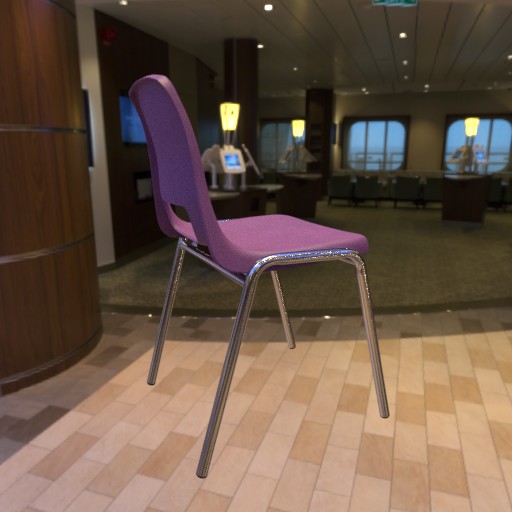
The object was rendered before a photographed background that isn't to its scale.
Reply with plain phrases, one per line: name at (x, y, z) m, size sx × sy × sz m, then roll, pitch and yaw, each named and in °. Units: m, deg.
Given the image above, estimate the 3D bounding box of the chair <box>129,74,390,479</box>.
chair at (0.000, 0.000, 0.902) m, size 0.432 × 0.654 × 0.381 m, roll -7°, pitch 16°, yaw -26°
